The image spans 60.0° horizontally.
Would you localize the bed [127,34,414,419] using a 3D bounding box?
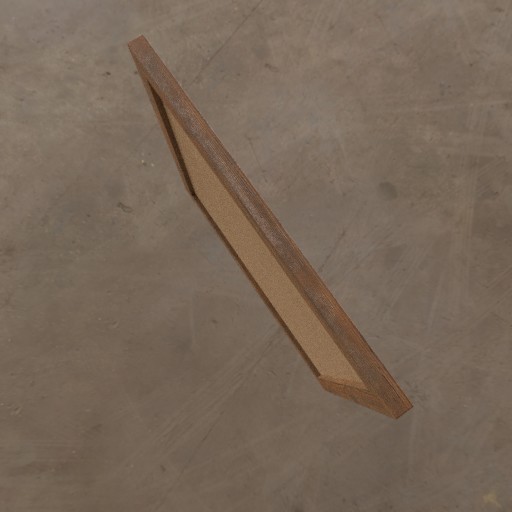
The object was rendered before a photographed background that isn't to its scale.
[{"bbox_3d":[0.000,0.000,1.434,0.046,0.942,1.046,-34,79,-8],"label":"bed"}]
